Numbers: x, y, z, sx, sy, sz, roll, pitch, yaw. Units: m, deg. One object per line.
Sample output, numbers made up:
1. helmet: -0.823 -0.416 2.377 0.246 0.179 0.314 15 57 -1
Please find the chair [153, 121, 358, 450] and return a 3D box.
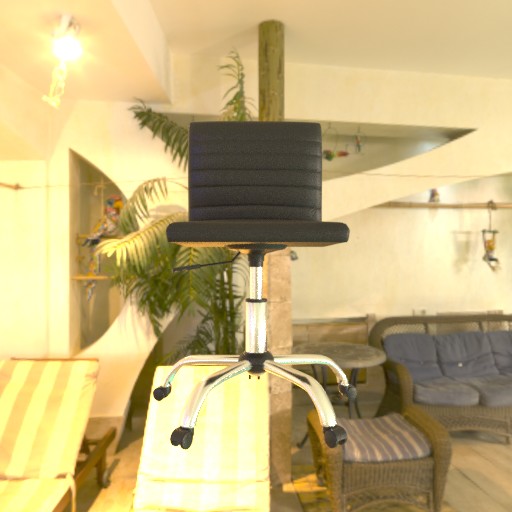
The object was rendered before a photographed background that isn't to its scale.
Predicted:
1. chair: 0.000 0.000 1.147 0.556 0.780 0.530 0 0 -1
